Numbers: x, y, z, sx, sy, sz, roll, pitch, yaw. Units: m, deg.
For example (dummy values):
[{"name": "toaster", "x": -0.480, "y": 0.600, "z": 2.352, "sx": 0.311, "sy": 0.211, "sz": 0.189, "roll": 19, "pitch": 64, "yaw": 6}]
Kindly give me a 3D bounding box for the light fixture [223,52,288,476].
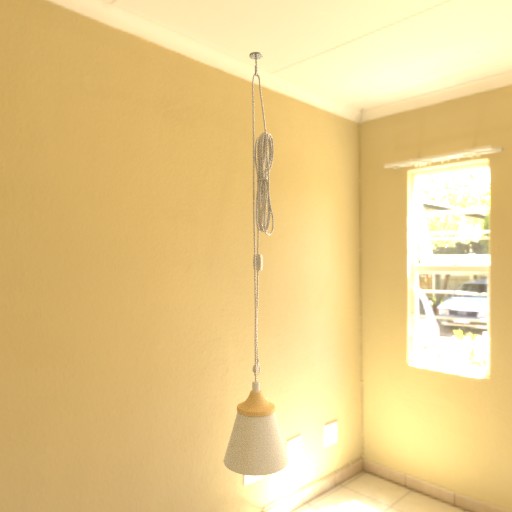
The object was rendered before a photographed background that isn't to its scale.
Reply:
[{"name": "light fixture", "x": 0.000, "y": 0.000, "z": 1.056, "sx": 0.153, "sy": 0.966, "sz": 0.153, "roll": -1, "pitch": -1, "yaw": 36}]
